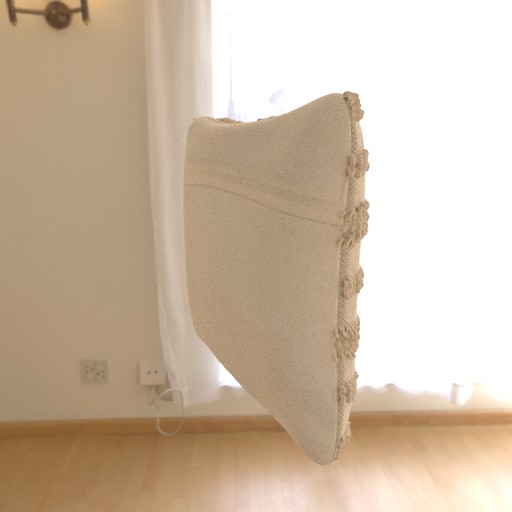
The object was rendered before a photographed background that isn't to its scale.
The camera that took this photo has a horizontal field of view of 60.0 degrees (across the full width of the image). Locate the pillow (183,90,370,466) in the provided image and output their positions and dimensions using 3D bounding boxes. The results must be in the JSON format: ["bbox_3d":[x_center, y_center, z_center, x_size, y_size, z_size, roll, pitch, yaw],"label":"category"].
[{"bbox_3d":[0.000,0.000,0.657,0.145,0.427,0.437,-7,16,-26],"label":"pillow"}]
